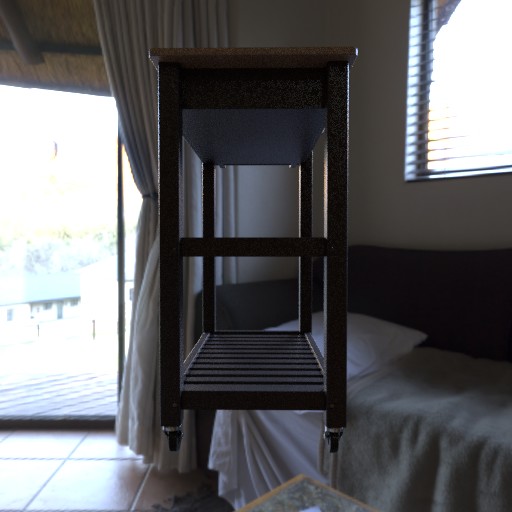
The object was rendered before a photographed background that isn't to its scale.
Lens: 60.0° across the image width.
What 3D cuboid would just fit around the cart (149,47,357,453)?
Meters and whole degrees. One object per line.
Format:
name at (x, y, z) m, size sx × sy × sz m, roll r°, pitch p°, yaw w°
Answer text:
cart at (0.000, 0.000, 1.421) m, size 0.457 × 0.927 × 0.899 m, roll 0°, pitch 1°, yaw 1°
